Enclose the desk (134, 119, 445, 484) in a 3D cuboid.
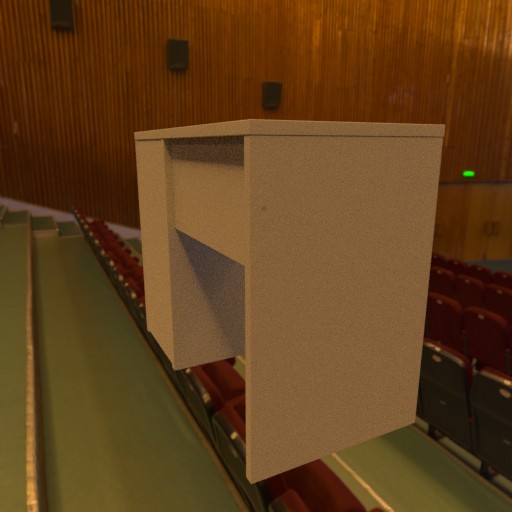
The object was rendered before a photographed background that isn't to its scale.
[{"bbox_3d":[0.000,0.000,1.329,0.482,0.730,0.898,-7,16,-26],"label":"desk"}]
